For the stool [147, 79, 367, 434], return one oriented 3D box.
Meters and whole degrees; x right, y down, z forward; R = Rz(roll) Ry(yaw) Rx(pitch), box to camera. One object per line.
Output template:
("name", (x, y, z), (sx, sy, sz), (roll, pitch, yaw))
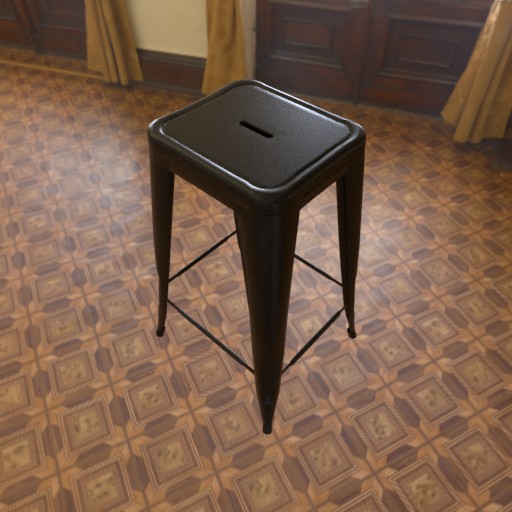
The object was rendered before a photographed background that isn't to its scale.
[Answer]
("stool", (0.000, 0.000, 0.938), (0.455, 0.609, 0.423), (24, 52, 21))
